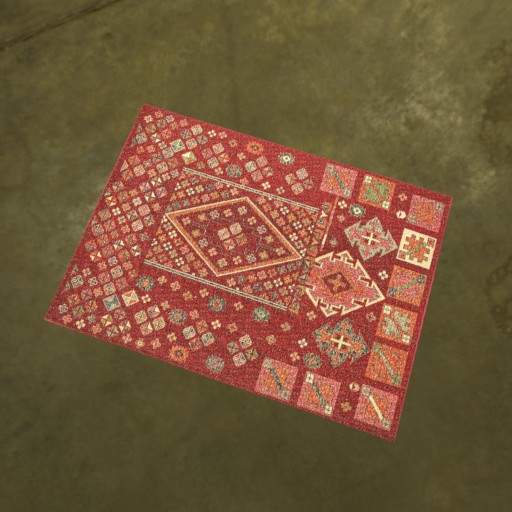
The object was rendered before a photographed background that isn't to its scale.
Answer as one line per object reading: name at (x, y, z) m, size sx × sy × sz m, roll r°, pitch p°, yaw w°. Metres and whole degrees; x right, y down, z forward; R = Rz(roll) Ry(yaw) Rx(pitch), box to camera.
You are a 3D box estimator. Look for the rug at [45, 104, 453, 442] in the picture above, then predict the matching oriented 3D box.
rug at (0.000, 0.000, 2.797) m, size 2.184 × 0.007 × 1.579 m, roll 18°, pitch 76°, yaw 5°
